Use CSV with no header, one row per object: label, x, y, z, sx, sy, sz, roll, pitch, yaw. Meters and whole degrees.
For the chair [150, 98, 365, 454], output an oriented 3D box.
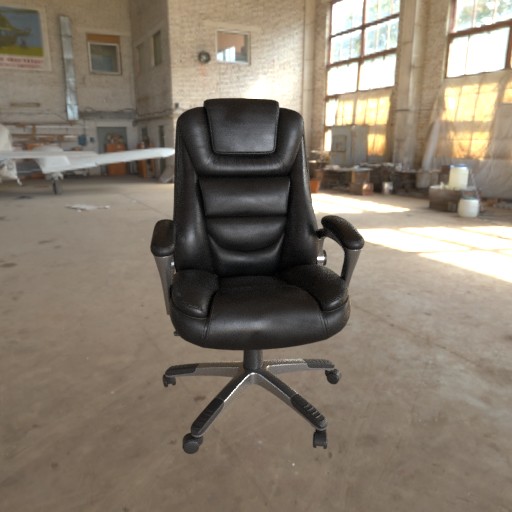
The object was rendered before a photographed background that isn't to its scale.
chair,0.000,0.000,1.522,0.697,1.075,0.689,-2,15,-8
